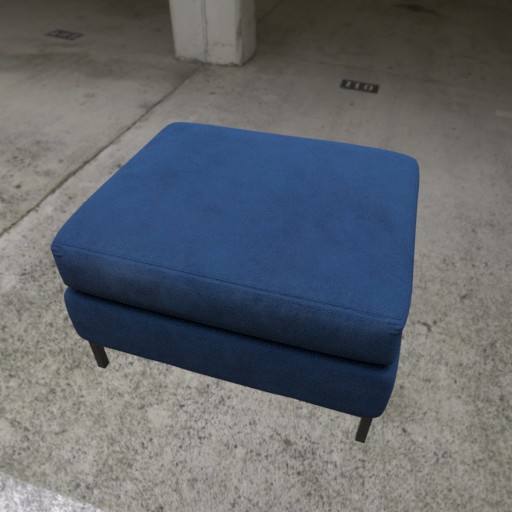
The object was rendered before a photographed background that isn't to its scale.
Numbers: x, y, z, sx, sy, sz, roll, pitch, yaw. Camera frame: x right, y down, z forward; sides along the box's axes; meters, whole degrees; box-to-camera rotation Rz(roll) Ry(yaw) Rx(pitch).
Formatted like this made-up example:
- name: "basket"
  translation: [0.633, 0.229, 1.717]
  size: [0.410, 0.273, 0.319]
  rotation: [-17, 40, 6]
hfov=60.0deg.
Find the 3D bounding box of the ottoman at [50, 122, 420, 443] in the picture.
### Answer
- name: "ottoman"
  translation: [0.000, 0.000, 1.204]
  size: [0.794, 0.485, 0.655]
  rotation: [12, 43, 13]
